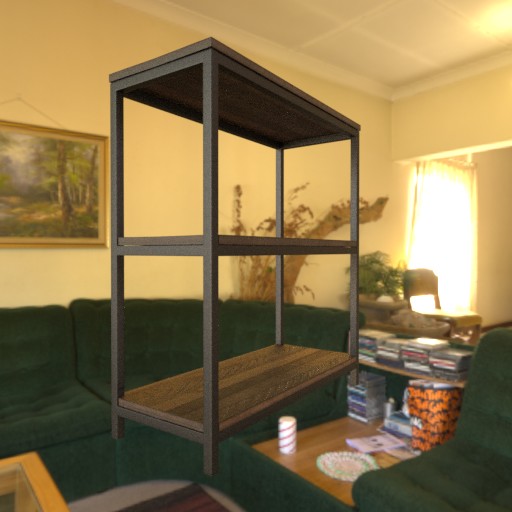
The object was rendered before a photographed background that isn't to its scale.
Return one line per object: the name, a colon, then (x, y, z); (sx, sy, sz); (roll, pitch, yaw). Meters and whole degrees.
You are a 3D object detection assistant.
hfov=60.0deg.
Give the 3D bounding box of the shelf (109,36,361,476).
shelf: (0.000, 0.000, 1.389); (0.352, 0.947, 0.822); (0, 1, 35)
